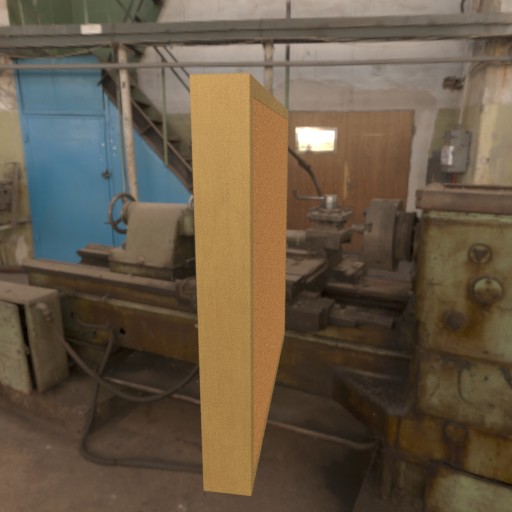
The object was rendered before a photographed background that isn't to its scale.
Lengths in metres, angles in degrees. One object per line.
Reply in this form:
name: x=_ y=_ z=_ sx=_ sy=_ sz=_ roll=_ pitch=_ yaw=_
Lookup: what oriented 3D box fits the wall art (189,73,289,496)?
wall art: x=0.000 y=0.000 z=0.453 sx=0.038 sy=0.305 sz=0.305 roll=2 pitch=14 yaw=8
